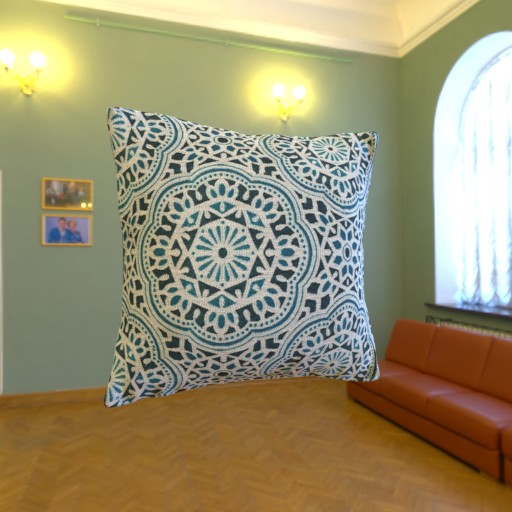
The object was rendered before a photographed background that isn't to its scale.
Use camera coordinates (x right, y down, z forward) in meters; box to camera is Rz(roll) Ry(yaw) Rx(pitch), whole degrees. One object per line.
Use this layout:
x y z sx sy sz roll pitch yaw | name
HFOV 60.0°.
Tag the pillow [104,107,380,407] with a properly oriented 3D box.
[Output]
0.000 0.000 0.680 0.440 0.420 0.145 0 -1 -19 | pillow
